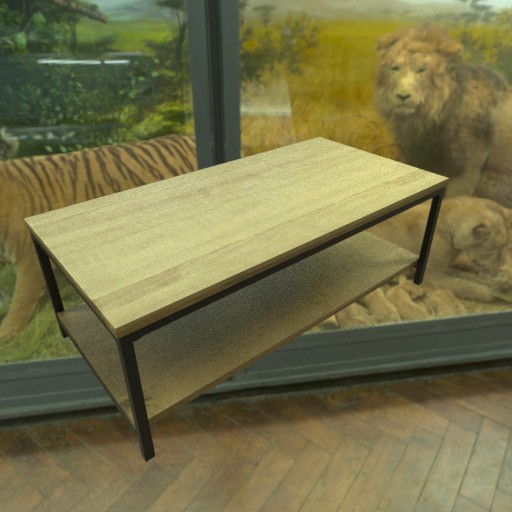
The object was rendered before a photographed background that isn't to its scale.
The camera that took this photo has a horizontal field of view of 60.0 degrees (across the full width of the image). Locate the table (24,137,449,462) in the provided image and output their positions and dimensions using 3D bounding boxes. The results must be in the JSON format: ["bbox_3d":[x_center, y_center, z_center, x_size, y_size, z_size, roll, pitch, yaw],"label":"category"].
[{"bbox_3d":[0.000,0.000,1.365,1.100,0.399,0.551,-24,39,-33],"label":"table"}]
